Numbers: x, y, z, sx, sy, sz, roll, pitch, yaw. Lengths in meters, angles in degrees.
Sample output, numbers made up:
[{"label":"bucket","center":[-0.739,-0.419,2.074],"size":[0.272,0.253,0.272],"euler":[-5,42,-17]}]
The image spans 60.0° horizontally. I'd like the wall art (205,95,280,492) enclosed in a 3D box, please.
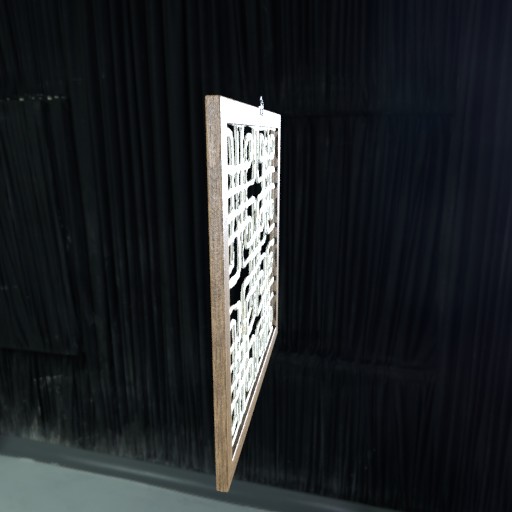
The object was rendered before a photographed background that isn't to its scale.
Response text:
[{"label":"wall art","center":[0.000,0.000,0.853],"size":[0.021,0.582,0.561],"euler":[3,16,10]}]
